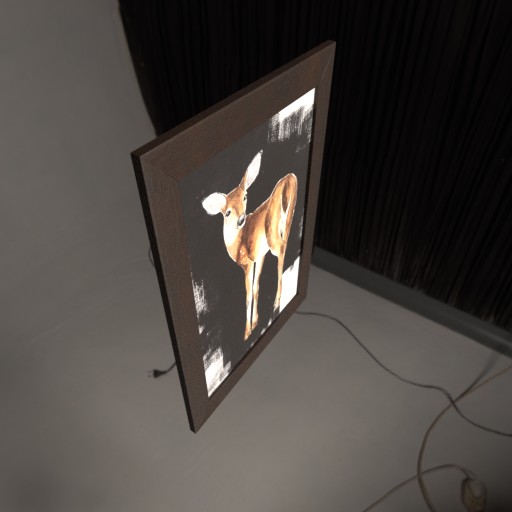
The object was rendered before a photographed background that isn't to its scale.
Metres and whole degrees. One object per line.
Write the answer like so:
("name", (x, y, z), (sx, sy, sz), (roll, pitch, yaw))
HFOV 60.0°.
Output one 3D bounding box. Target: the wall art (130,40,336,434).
("wall art", (0.000, 0.000, 0.655), (0.013, 0.508, 0.359), (25, 49, 25))
